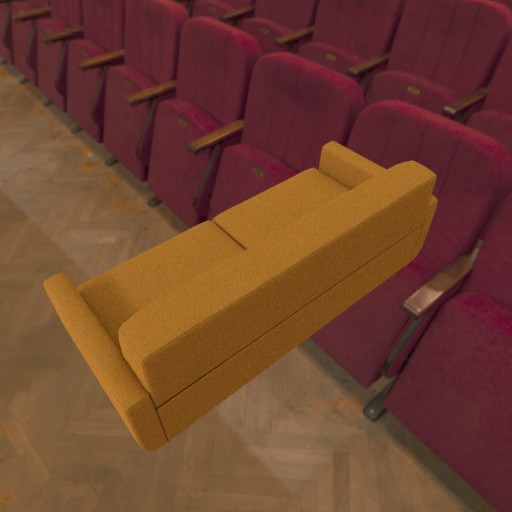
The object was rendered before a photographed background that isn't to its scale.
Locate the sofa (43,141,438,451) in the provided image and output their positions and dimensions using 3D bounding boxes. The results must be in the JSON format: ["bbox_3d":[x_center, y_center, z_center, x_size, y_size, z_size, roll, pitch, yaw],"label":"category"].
[{"bbox_3d":[0.000,0.000,2.484,2.029,0.841,0.909,-30,53,-26],"label":"sofa"}]
